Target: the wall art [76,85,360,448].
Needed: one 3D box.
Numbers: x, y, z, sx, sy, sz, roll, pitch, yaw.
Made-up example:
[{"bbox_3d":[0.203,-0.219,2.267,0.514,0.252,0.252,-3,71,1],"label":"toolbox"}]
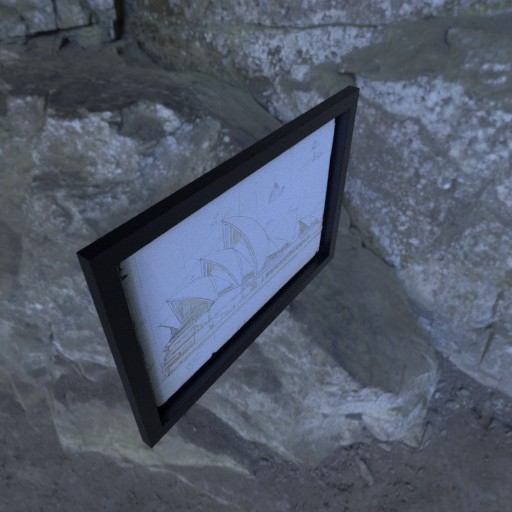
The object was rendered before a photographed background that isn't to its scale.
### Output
[{"bbox_3d":[0.000,0.000,0.855,0.027,0.458,0.657,27,48,27],"label":"wall art"}]
